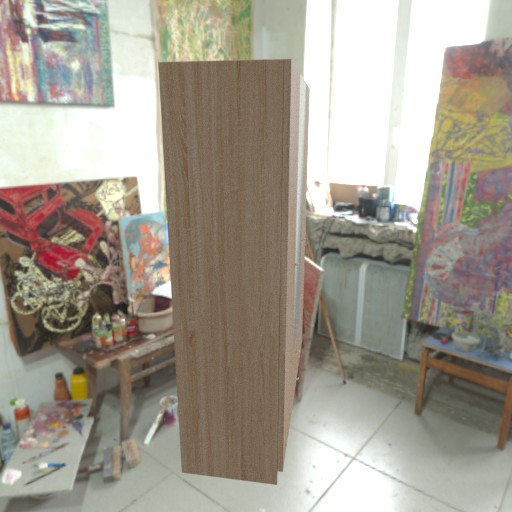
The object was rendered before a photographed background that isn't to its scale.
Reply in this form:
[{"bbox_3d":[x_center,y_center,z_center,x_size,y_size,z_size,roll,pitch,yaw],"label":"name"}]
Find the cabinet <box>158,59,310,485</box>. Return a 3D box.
[{"bbox_3d":[0.000,0.000,2.840,0.590,2.120,1.500,3,17,9],"label":"cabinet"}]
